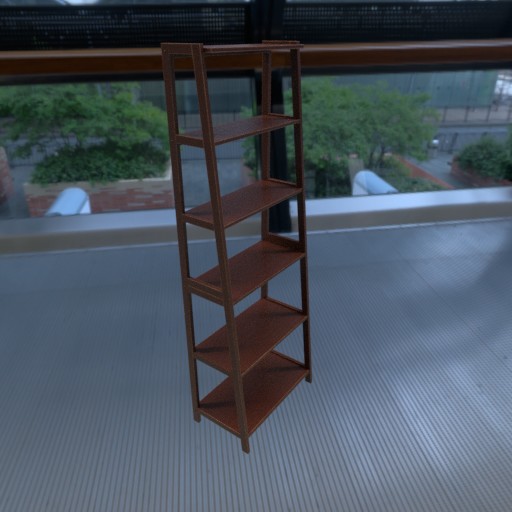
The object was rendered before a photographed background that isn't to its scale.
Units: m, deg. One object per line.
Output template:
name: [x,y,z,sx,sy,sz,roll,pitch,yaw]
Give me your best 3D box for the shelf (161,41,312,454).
shelf: [0.000,0.000,2.179,0.381,1.892,0.660,18,32,32]
